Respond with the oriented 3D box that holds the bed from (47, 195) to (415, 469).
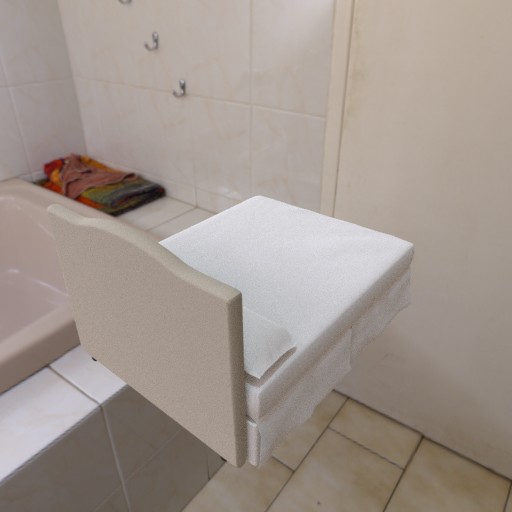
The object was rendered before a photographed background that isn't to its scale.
[{"bbox_3d":[0.000,0.000,3.703,1.977,1.437,2.477,22,37,33],"label":"bed"}]
